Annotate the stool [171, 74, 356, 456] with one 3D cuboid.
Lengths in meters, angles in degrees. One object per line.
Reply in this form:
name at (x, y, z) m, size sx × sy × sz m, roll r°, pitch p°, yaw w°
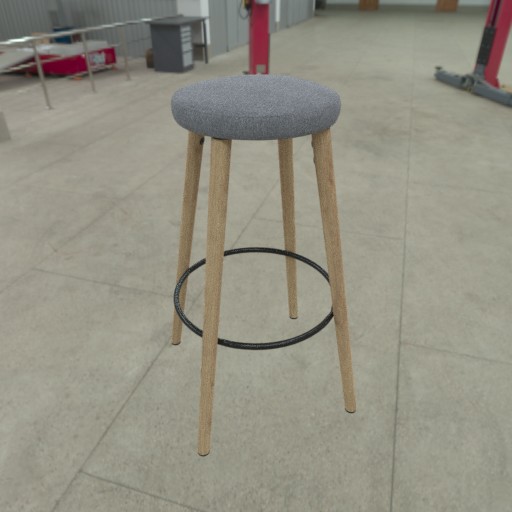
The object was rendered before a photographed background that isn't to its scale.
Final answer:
stool at (0.000, 0.000, 1.029) m, size 0.410 × 0.770 × 0.410 m, roll -10°, pitch 34°, yaw -15°
